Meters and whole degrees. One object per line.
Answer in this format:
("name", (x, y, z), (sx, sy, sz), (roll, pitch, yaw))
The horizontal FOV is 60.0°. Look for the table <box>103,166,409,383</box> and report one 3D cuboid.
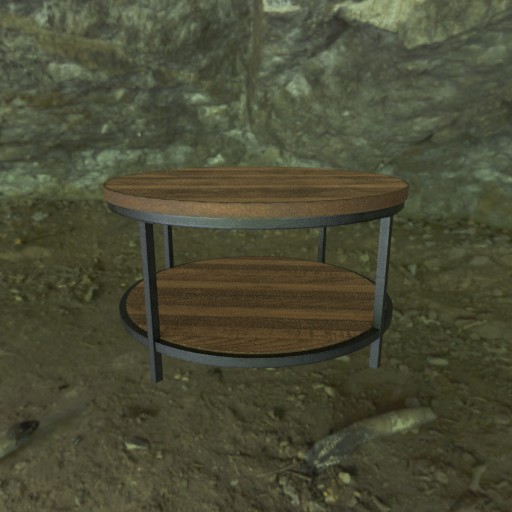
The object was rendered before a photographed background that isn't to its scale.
("table", (0.000, 0.000, 1.341), (0.837, 0.462, 0.837), (0, 16, 0))
